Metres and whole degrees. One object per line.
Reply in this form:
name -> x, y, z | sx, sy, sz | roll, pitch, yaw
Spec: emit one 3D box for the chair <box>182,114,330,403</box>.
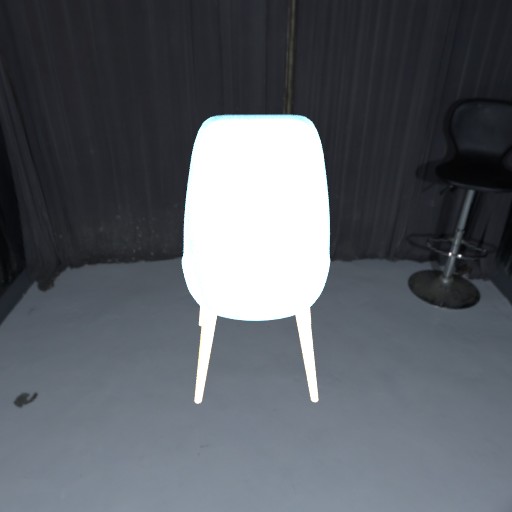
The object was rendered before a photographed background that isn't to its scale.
chair -> 0.000, 0.000, 1.441 | 0.510, 1.040, 0.660 | 0, 31, -1
